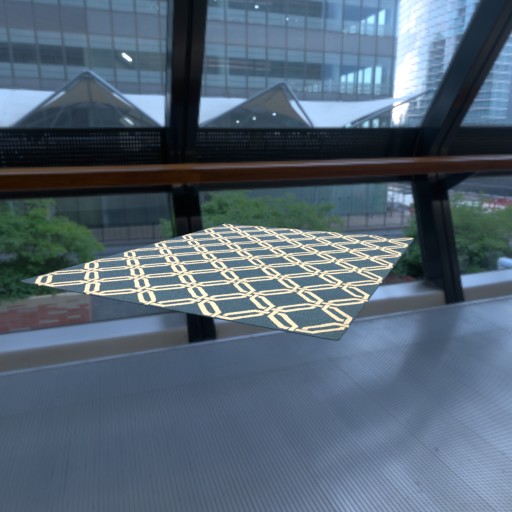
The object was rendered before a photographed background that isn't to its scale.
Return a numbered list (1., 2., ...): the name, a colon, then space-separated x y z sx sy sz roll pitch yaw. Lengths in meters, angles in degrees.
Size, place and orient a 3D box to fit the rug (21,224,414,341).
1. rug: 0.000 0.000 3.850 2.277 0.020 2.867 6 14 25
